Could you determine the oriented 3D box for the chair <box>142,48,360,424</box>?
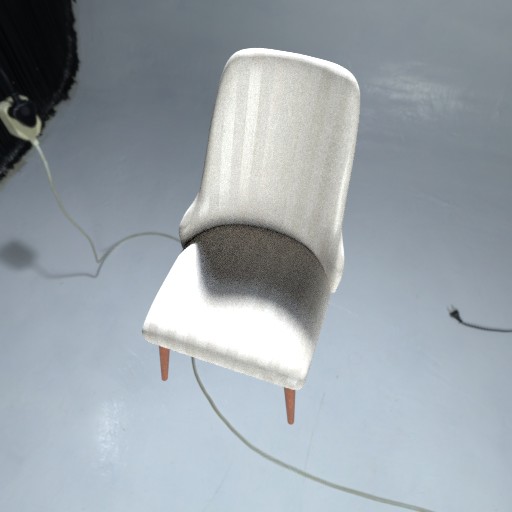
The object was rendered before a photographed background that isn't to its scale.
[{"bbox_3d":[0.000,0.000,1.338,0.526,0.917,0.684,16,60,9],"label":"chair"}]
